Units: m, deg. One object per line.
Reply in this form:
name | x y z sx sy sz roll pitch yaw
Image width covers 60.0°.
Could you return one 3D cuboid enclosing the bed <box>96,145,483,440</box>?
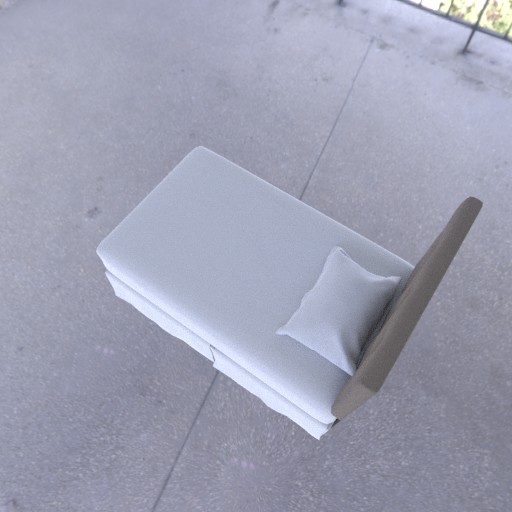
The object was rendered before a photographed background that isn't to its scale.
bed | 0.000 0.000 2.923 1.997 1.571 1.261 32 67 15
